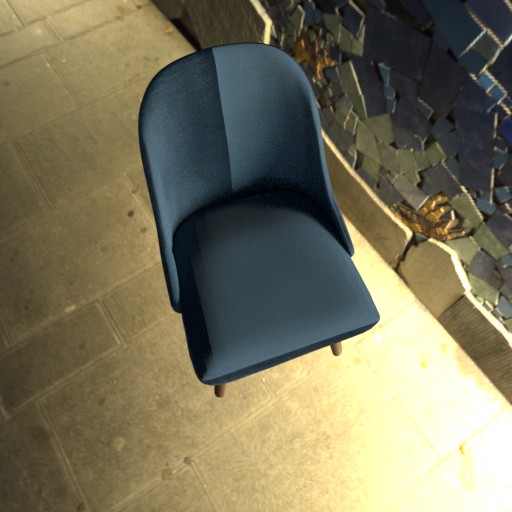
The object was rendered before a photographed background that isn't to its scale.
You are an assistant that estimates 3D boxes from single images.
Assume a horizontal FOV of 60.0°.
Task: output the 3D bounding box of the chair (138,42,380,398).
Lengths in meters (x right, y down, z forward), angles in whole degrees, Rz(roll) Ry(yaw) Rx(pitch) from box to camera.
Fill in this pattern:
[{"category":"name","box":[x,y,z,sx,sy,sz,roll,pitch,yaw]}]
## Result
[{"category":"chair","box":[0.000,0.000,1.208,0.503,0.882,0.589,-17,66,-8]}]
